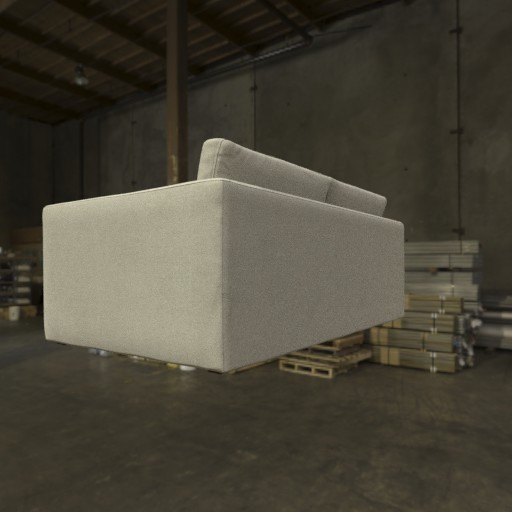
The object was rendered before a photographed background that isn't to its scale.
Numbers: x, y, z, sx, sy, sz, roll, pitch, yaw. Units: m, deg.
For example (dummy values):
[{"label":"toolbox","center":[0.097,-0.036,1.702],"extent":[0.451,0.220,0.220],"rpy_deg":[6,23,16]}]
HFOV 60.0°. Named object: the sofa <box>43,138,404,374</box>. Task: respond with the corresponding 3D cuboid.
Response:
[{"label":"sofa","center":[0.000,0.000,2.494],"extent":[1.091,0.839,1.905],"rpy_deg":[-1,-1,35]}]
